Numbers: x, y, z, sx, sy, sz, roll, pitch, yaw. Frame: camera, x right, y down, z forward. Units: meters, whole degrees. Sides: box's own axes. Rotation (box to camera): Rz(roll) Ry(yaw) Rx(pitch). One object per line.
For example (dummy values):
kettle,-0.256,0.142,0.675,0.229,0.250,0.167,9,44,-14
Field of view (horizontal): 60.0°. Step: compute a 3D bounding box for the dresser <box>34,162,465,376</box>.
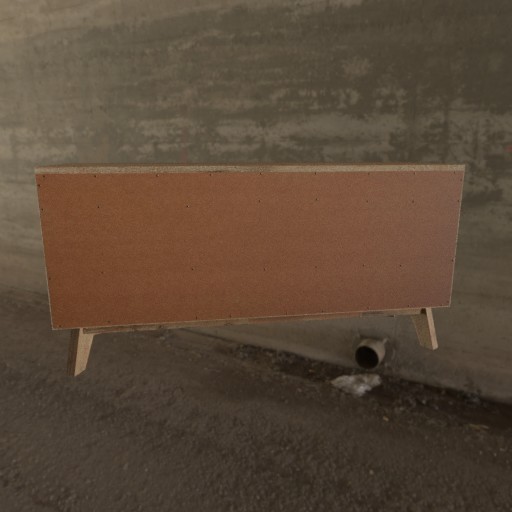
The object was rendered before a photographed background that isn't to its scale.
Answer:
dresser,0.000,0.000,1.939,1.602,0.788,0.455,-2,14,-9
